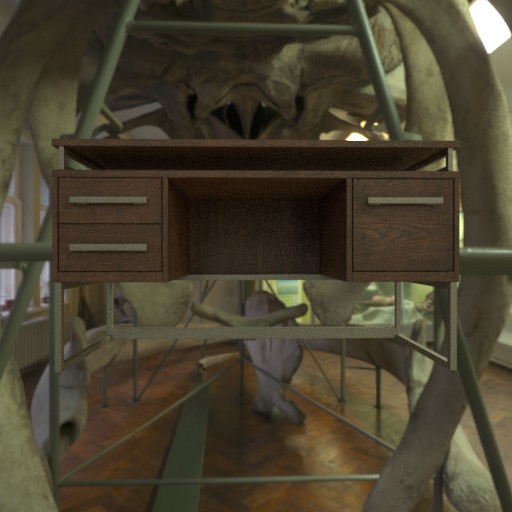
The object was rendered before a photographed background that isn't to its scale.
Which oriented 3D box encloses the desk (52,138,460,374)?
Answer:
[{"bbox_3d":[0.000,0.000,1.782,1.384,0.792,0.610,0,0,-1],"label":"desk"}]
